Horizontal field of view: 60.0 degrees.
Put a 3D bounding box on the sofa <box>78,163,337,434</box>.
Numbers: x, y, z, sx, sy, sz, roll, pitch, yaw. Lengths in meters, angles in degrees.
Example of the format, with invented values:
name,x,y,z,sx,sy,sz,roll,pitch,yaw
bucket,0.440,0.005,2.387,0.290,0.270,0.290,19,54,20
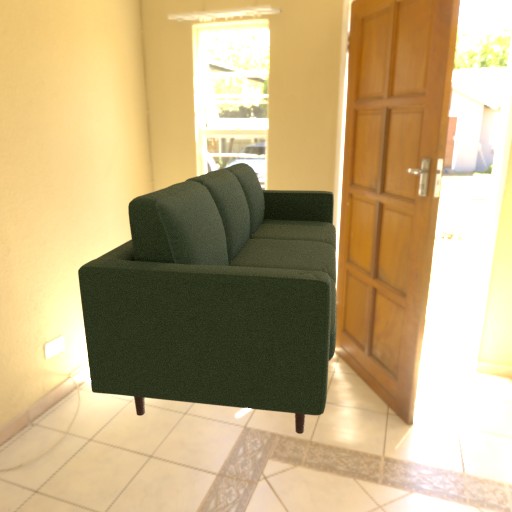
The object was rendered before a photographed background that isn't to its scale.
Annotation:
name,x,y,z,sx,sy,sz,roll,pitch,yaw
sofa,0.000,0.000,2.444,0.879,0.899,2.029,3,16,9
